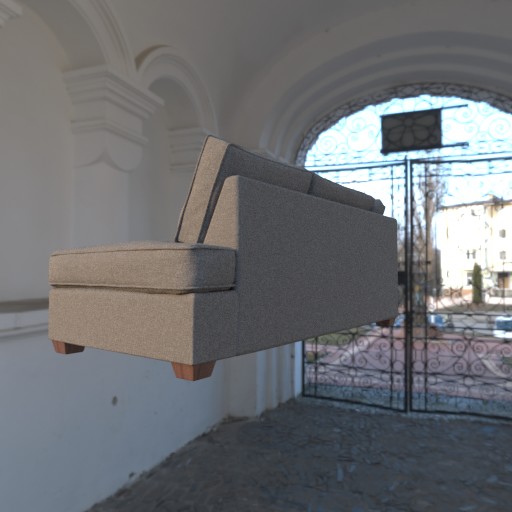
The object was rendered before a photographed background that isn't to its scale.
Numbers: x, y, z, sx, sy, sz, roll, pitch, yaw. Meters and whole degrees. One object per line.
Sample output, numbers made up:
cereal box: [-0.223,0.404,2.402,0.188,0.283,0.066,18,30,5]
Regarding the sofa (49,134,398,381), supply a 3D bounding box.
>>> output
sofa: [0.000,0.000,2.852,1.110,1.033,2.237,-1,-2,37]
